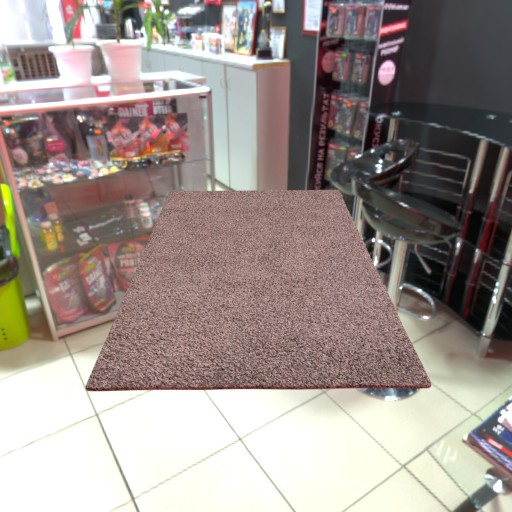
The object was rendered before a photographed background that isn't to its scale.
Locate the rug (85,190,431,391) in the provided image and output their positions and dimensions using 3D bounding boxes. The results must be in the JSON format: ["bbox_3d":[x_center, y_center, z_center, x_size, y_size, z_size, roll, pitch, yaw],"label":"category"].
[{"bbox_3d":[0.000,0.000,3.451,1.778,0.030,2.743,0,30,-1],"label":"rug"}]
